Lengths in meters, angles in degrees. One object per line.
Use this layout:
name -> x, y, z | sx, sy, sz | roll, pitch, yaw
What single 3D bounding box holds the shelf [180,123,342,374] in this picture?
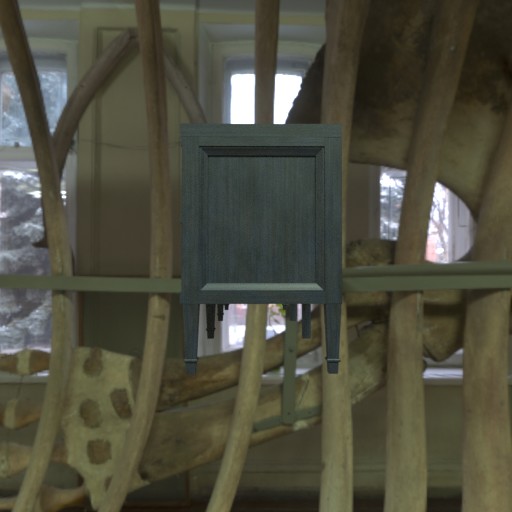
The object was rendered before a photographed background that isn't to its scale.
shelf -> 0.000, 0.000, 2.200 | 0.471, 0.715, 1.878 | 0, -1, -1
